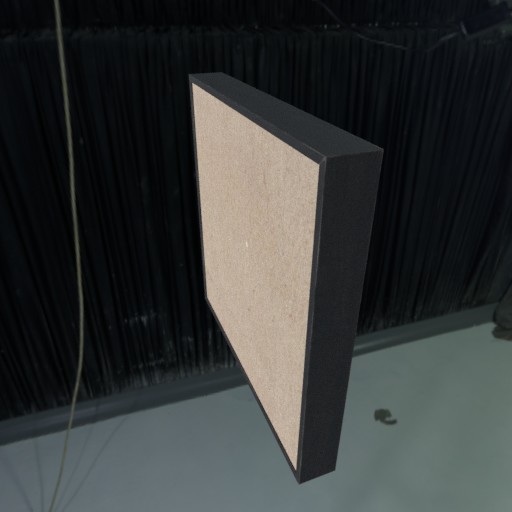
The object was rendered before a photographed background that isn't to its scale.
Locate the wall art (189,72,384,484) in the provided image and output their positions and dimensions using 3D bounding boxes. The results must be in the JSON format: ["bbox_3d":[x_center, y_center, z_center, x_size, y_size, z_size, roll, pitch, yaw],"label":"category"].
[{"bbox_3d":[0.000,0.000,0.450,0.038,0.305,0.305,-12,33,-18],"label":"wall art"}]
